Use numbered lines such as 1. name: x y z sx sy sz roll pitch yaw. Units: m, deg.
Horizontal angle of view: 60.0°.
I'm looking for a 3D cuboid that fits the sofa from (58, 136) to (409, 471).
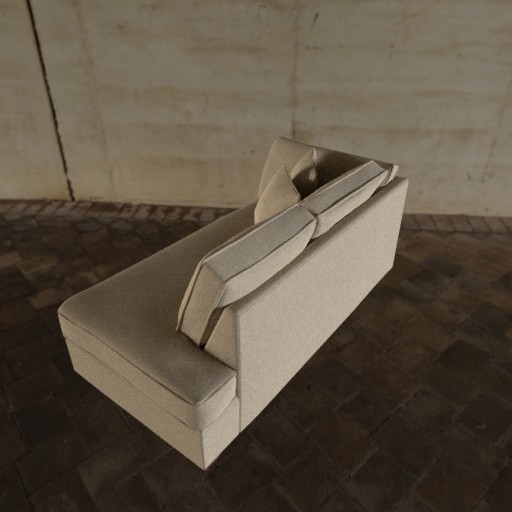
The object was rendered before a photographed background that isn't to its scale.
1. sofa: 0.000 0.000 2.853 1.110 1.033 2.237 21 37 31
